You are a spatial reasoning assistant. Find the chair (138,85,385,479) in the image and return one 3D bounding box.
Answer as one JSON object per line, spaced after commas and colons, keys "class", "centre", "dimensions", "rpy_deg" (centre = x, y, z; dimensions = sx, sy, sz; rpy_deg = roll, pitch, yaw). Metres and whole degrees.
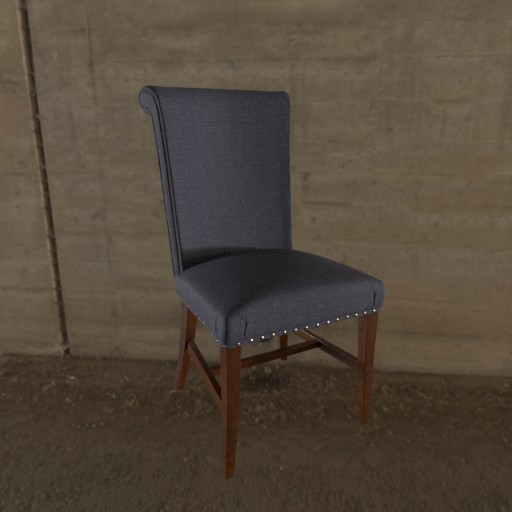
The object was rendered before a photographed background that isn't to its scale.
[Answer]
{"class": "chair", "centre": [0.000, 0.000, 1.347], "dimensions": [0.513, 0.988, 0.608], "rpy_deg": [-9, 18, -27]}
